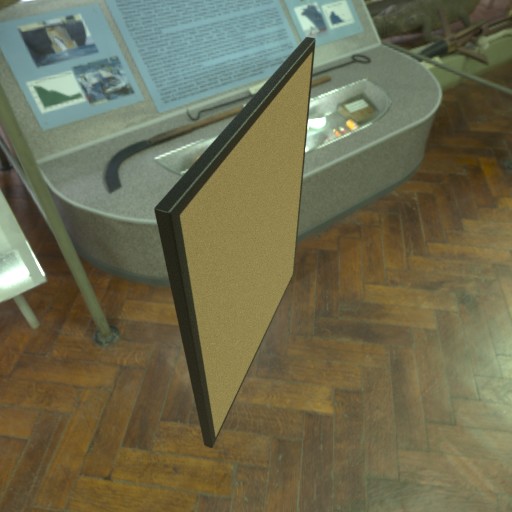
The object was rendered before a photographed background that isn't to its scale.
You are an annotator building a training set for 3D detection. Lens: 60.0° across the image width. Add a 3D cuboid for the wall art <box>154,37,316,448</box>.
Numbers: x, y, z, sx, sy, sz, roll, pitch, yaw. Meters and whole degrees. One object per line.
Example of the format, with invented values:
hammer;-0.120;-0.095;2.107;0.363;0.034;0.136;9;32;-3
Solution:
wall art;0.000;0.000;0.788;0.018;0.582;0.481;16;48;15
